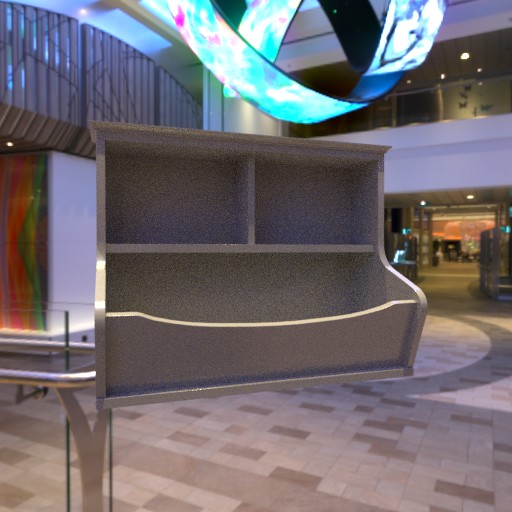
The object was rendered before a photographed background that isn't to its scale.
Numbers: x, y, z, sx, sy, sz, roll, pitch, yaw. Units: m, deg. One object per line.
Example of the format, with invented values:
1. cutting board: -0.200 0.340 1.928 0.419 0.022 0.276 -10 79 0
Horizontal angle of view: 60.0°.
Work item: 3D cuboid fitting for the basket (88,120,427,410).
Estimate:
1. basket: 0.000 0.000 1.108 0.780 0.600 0.350 0 1 -18
